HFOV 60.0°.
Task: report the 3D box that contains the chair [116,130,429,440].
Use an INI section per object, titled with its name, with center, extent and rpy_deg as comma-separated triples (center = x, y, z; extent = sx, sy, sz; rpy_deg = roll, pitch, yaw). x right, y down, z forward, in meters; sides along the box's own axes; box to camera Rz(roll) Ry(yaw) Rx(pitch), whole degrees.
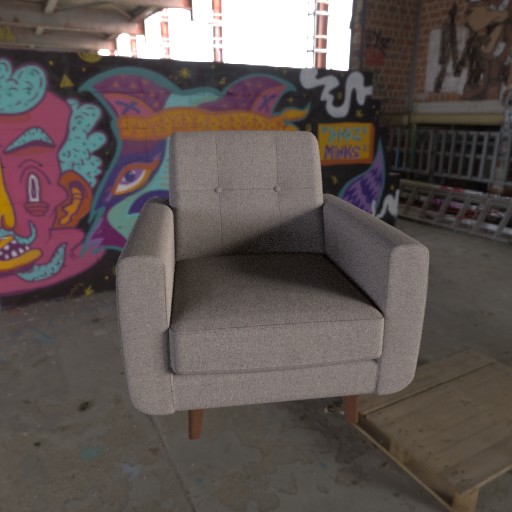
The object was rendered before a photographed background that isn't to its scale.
[chair]
center = 0.000, 0.000, 1.562
extent = 0.831, 0.839, 0.907
rpy_deg = -3, 17, -8
